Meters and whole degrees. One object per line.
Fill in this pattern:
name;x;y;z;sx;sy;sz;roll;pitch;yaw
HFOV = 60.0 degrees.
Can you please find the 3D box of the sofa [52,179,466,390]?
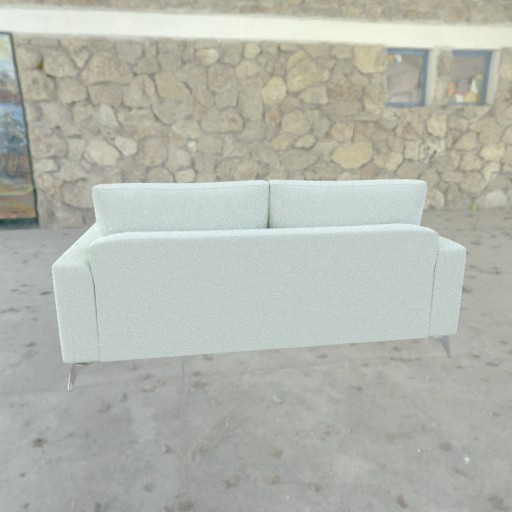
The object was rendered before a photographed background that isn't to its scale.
sofa;0.000;0.000;2.177;1.650;0.790;0.920;-2;15;-9
